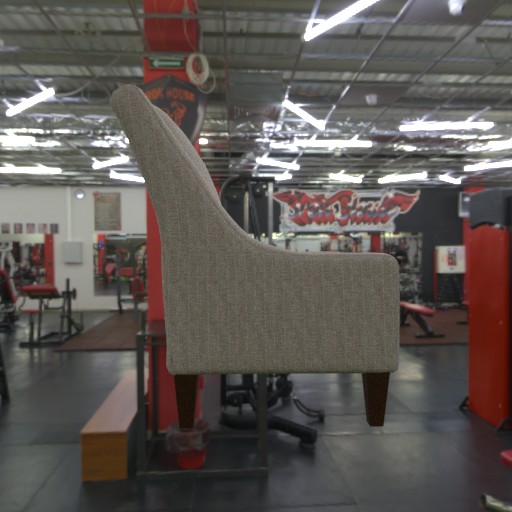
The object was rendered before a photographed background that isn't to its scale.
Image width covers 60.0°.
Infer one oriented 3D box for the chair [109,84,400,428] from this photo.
[{"bbox_3d":[0.000,0.000,1.665,0.870,1.014,0.774,0,1,-1],"label":"chair"}]
